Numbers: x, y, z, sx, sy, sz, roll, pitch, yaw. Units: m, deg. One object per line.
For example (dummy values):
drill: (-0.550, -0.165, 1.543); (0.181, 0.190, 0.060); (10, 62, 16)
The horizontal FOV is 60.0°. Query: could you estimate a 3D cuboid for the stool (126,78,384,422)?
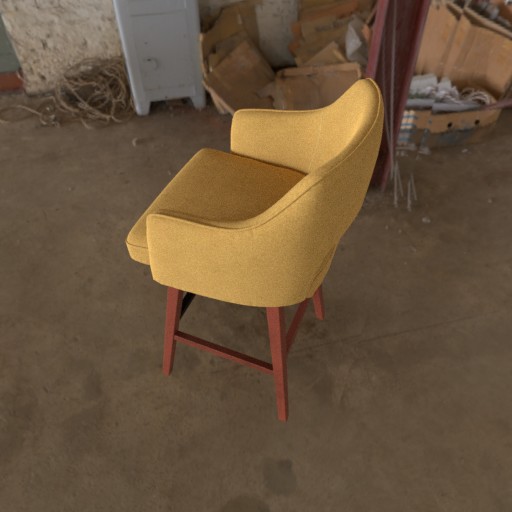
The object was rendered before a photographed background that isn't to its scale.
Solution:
stool: (0.000, 0.000, 1.326); (0.558, 1.012, 0.548); (17, 49, 15)
